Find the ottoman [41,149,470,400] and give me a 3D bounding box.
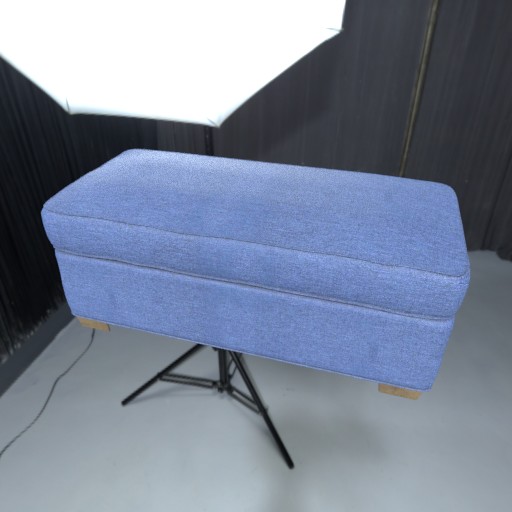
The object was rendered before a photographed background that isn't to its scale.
[{"bbox_3d":[0.000,0.000,1.366,1.110,0.460,0.515,9,34,14],"label":"ottoman"}]
